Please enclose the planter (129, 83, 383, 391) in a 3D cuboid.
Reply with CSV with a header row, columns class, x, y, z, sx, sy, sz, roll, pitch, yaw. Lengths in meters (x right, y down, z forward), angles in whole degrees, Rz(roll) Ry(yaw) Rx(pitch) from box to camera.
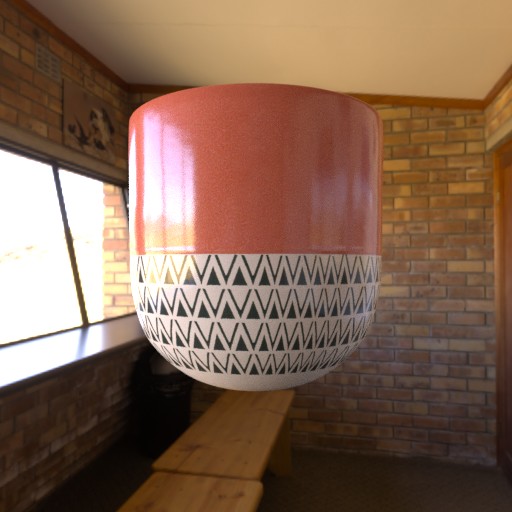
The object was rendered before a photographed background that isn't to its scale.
class,x,y,z,sx,sy,sz,roll,pitch,yaw
planter,0.000,0.000,0.480,0.266,0.270,0.266,0,-1,0
